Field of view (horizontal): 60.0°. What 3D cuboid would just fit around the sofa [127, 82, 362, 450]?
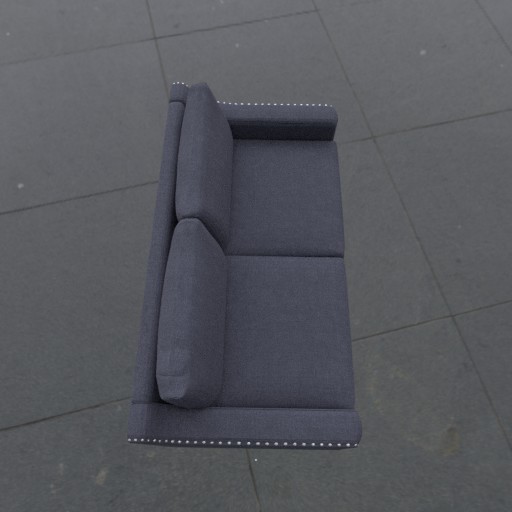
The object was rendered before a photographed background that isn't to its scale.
[{"bbox_3d":[0.000,0.000,3.220,1.336,1.196,2.550,1,65,0],"label":"sofa"}]
